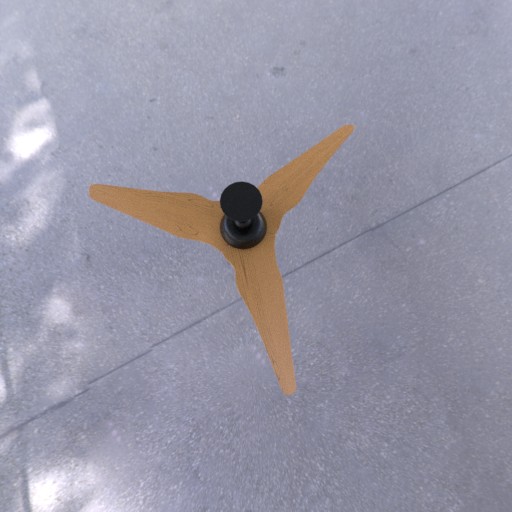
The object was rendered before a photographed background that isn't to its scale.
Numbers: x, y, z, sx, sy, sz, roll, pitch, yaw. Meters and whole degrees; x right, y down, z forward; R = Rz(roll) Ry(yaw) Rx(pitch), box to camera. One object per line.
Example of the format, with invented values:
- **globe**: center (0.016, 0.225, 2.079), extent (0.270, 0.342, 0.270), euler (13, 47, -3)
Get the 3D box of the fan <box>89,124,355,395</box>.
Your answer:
- **fan**: center (0.000, 0.000, 1.630), extent (1.142, 0.355, 1.010), euler (-16, 75, -4)
